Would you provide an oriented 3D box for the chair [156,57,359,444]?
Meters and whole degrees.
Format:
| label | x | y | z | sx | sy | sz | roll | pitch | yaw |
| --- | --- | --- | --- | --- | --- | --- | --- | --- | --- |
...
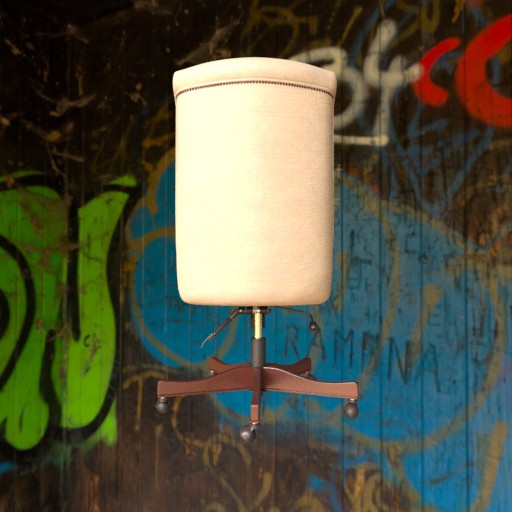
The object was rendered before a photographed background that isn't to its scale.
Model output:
| label | x | y | z | sx | sy | sz | roll | pitch | yaw |
| --- | --- | --- | --- | --- | --- | --- | --- | --- | --- |
| chair | 0.000 | 0.000 | 1.452 | 0.645 | 1.010 | 0.696 | 0 | -1 | 0 |
